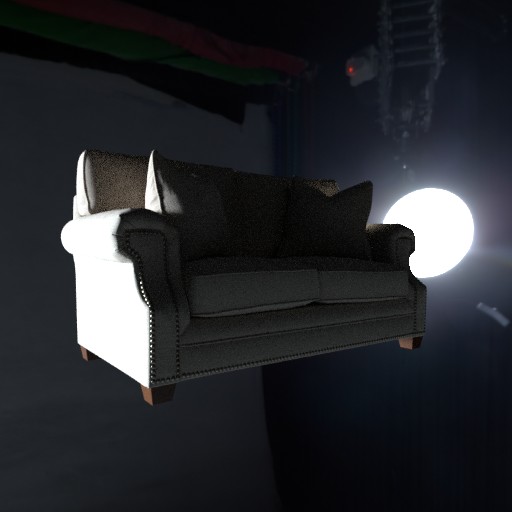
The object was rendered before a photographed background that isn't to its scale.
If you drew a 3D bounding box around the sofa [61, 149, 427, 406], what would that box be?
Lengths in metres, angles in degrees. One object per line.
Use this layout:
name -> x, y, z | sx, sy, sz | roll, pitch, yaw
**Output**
sofa -> 0.000, 0.000, 2.243 | 1.701, 0.966, 0.966 | 0, 1, -36
